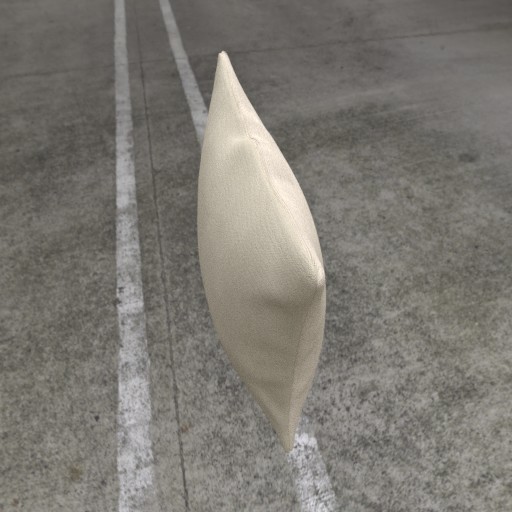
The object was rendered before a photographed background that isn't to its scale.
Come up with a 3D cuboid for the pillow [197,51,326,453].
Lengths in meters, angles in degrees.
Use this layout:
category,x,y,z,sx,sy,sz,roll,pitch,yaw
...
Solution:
category,x,y,z,sx,sy,sz,roll,pitch,yaw
pillow,0.000,0.000,0.650,0.162,0.420,0.437,-10,48,-9
